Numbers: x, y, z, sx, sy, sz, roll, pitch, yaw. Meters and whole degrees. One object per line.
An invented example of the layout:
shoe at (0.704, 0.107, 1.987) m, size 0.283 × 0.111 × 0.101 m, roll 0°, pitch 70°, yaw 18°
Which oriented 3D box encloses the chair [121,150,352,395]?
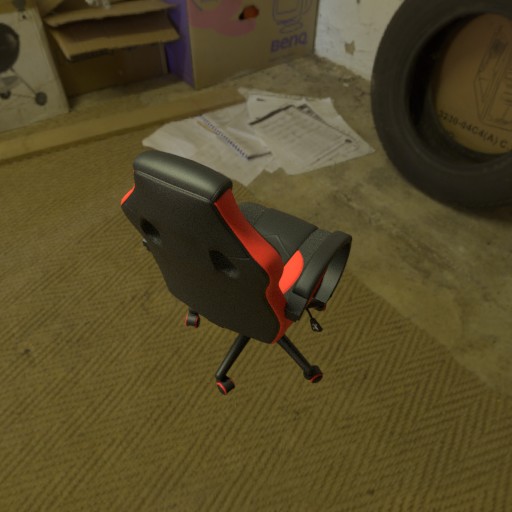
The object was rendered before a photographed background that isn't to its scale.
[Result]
chair at (0.000, 0.000, 1.423) m, size 0.600 × 1.016 × 0.642 m, roll 24°, pitch 51°, yaw 21°
